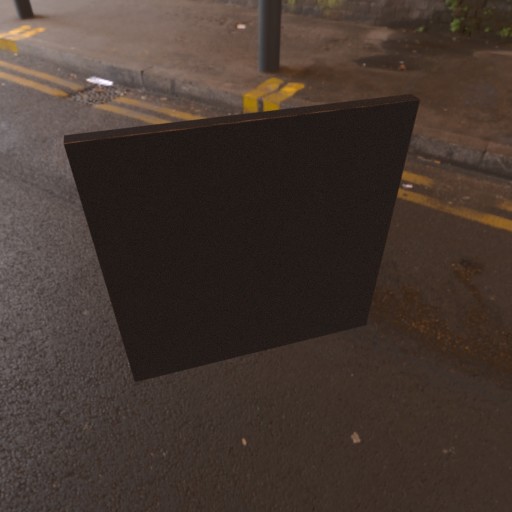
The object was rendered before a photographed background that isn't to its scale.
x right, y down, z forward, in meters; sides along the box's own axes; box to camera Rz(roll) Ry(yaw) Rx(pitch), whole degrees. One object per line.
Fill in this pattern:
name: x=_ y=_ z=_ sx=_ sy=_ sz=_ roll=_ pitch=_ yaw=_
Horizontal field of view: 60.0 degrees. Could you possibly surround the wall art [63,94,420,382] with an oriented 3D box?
wall art: x=0.000 y=0.000 z=1.169 sx=0.762 sy=0.762 sz=0.038 roll=-11 pitch=41 yaw=-13
